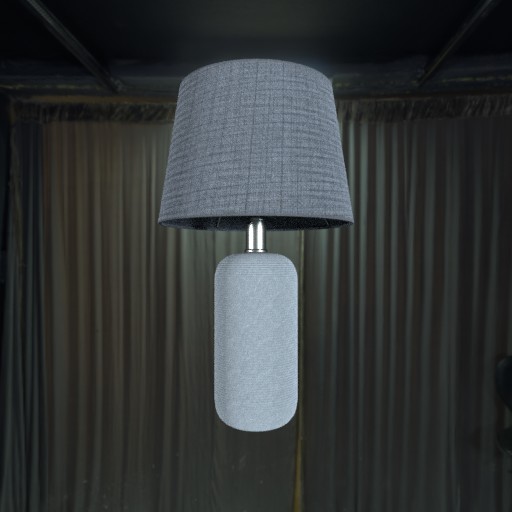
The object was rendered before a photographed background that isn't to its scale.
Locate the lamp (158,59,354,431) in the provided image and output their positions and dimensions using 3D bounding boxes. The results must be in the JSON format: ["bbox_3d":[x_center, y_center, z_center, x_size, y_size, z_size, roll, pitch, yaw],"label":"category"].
[{"bbox_3d":[0.000,0.000,0.581,0.251,0.429,0.251,0,-1,0],"label":"lamp"}]
